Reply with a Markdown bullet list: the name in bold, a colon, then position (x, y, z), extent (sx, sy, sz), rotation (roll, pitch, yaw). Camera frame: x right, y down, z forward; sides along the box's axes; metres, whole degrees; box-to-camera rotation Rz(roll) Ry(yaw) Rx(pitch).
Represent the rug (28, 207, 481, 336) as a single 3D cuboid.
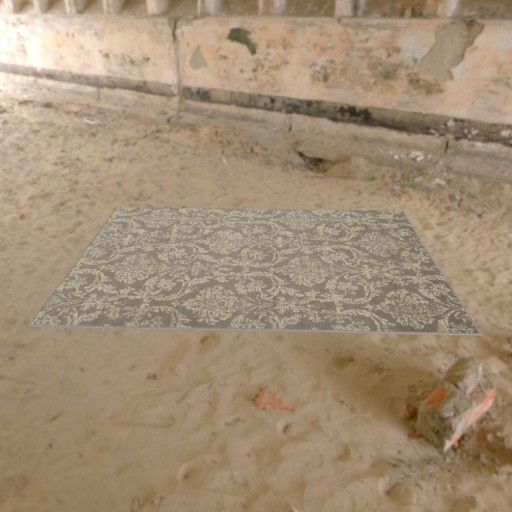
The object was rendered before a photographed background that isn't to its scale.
- **rug**: position (0.000, 0.000, 3.463), extent (2.746, 0.018, 1.819), rotation (1, 30, 2)
